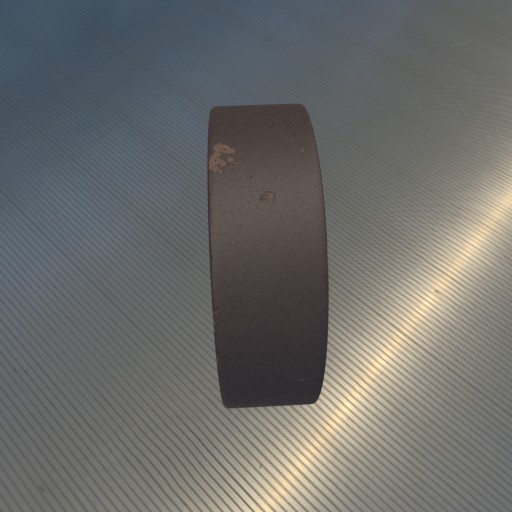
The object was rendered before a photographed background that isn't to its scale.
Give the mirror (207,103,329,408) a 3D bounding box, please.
[{"bbox_3d":[0.000,0.000,0.598,0.126,0.386,0.386,-2,60,-1],"label":"mirror"}]
